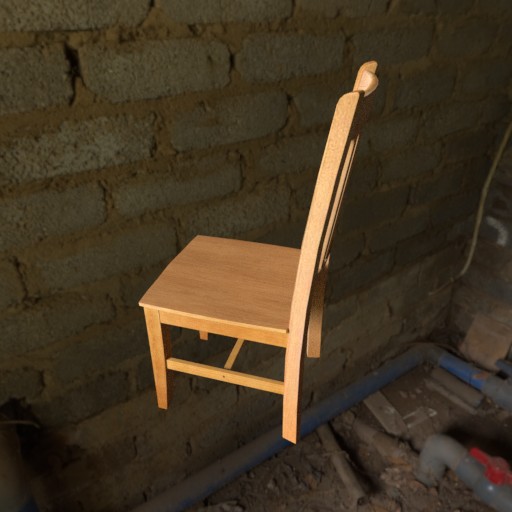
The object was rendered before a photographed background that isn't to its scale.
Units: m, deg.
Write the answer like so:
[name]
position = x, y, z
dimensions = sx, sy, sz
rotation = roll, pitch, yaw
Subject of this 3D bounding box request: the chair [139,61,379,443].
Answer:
[chair]
position = 0.000, 0.000, 1.271
dimensions = 0.556, 0.998, 0.450
rotation = 9, 31, 14
